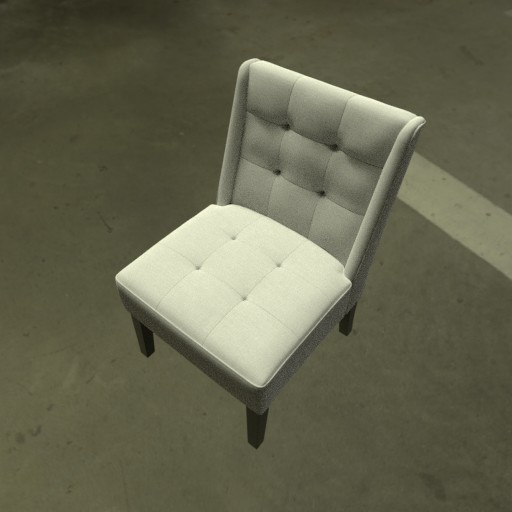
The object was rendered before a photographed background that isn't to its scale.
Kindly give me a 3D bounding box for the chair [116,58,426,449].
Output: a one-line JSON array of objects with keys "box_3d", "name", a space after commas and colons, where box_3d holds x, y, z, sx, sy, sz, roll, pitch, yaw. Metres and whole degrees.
[{"box_3d": [0.000, 0.000, 1.341, 0.569, 0.853, 0.676, 31, 55, 25], "name": "chair"}]
